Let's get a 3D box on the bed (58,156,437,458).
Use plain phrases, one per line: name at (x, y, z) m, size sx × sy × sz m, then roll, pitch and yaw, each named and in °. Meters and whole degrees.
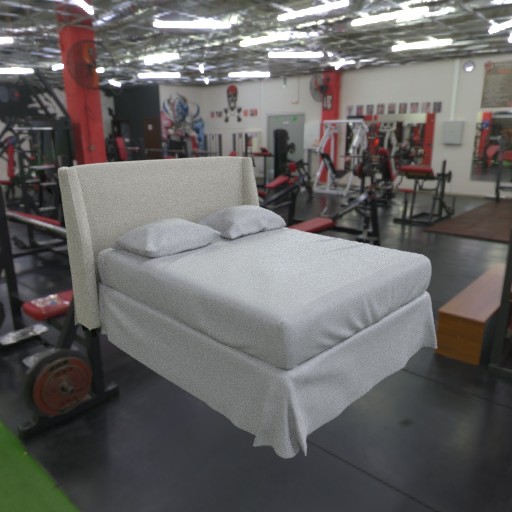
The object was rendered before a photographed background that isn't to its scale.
bed at (0.000, 0.000, 3.336) m, size 2.276 × 1.332 × 1.925 m, roll 15°, pitch 22°, yaw 42°
